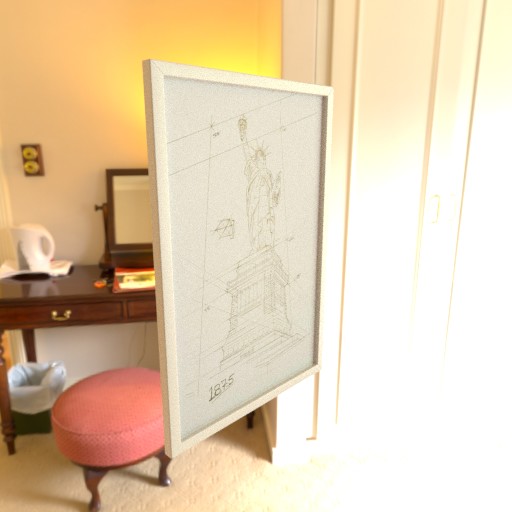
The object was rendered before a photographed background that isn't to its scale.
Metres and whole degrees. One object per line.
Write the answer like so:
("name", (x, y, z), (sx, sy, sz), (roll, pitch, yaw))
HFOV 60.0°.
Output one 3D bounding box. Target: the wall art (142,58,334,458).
("wall art", (0.000, 0.000, 1.556), (0.038, 1.183, 0.808), (14, 20, 43))
